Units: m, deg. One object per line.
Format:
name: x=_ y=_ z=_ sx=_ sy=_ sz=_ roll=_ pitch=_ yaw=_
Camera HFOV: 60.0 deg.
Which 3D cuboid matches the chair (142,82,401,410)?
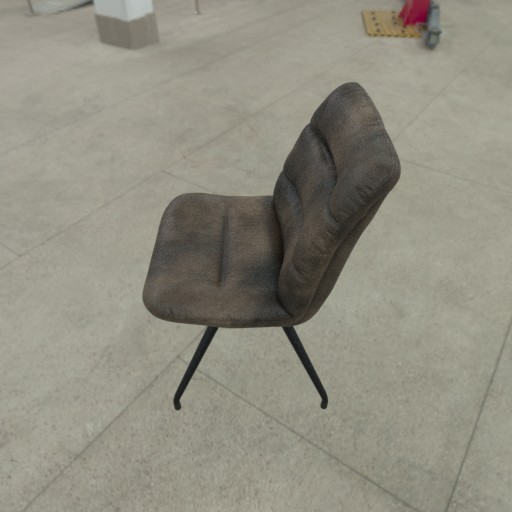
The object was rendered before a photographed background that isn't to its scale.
chair: x=0.000 y=0.000 z=1.314 sx=0.622 sy=0.870 sz=0.549 roll=0 pitch=41 yaw=0
